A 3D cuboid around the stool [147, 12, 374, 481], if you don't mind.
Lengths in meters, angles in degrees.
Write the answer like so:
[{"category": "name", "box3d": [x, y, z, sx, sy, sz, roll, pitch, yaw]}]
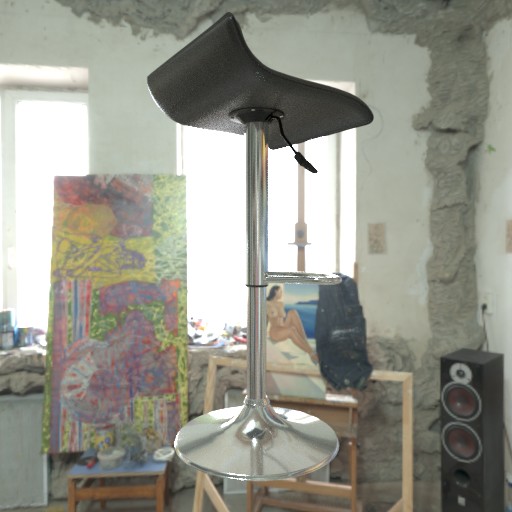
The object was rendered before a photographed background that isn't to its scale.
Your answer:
[{"category": "stool", "box3d": [0.000, 0.000, 1.025, 0.381, 0.851, 0.381, -1, 2, -36]}]
